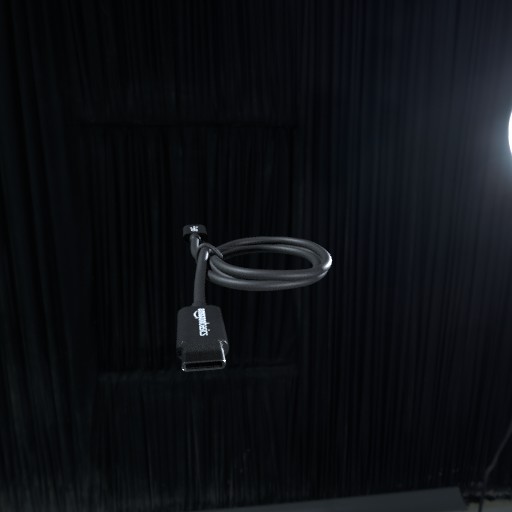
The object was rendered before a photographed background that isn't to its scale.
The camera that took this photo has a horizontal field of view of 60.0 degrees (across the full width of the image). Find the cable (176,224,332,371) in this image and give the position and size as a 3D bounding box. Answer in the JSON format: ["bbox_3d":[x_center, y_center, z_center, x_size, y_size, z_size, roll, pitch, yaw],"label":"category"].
[{"bbox_3d":[0.000,0.000,0.205,0.070,0.014,0.186,-2,15,-9],"label":"cable"}]
